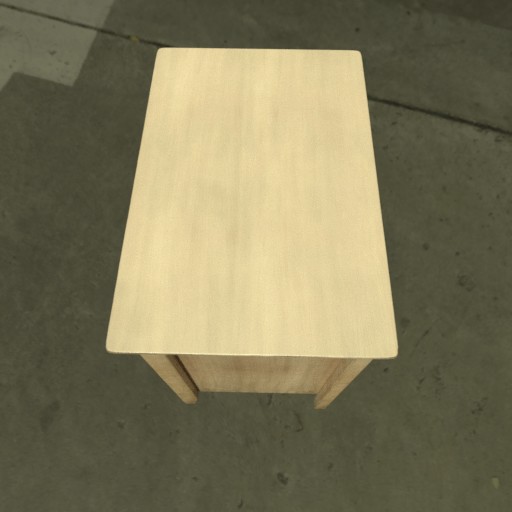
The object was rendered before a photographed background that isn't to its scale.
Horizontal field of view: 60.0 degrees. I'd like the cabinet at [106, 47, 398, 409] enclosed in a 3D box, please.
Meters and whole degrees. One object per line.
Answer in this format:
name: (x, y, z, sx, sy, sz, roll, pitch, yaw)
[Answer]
cabinet: (0.000, 0.000, 1.262, 0.503, 0.762, 0.763, 1, 63, 1)
